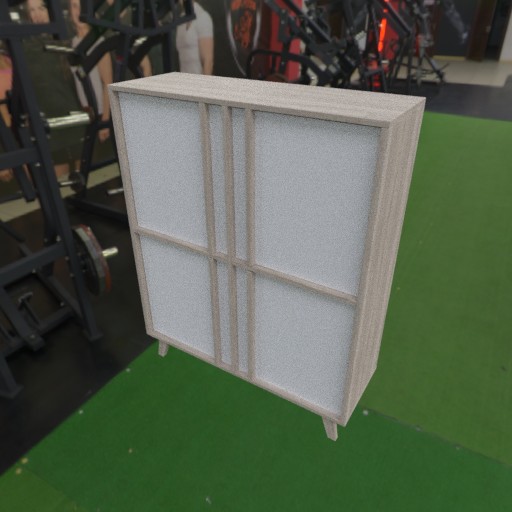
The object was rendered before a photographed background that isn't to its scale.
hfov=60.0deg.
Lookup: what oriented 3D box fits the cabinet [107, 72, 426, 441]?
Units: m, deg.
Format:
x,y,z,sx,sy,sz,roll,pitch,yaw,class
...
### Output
x,y,z,sx,sy,sz,roll,pitch,yaw,class
0.000,0.000,1.956,1.111,1.388,0.398,17,35,27,cabinet
